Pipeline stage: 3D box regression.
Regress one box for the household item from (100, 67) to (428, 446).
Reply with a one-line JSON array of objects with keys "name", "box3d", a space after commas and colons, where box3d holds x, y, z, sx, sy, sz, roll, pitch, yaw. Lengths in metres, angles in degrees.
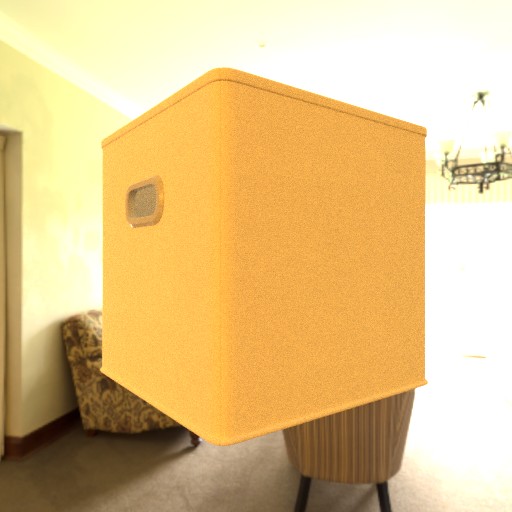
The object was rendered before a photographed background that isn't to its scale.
[{"name": "household item", "box3d": [0.000, 0.000, 0.561, 0.305, 0.305, 0.305, 0, 0, -37]}]
